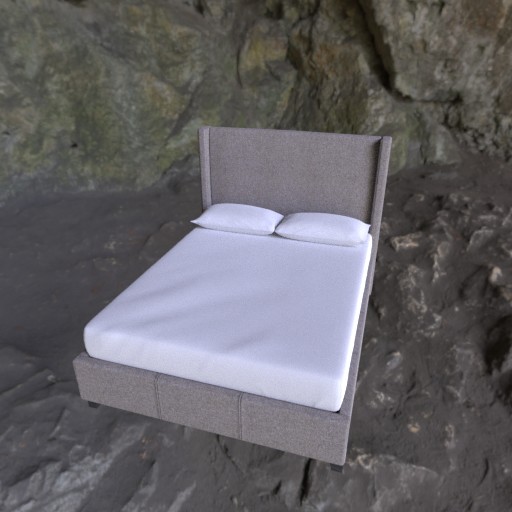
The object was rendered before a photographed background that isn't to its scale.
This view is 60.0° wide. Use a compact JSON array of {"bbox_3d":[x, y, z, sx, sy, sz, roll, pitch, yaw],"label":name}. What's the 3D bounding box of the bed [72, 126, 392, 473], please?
[{"bbox_3d":[0.000,0.000,3.339,1.714,1.476,2.245,8,27,16],"label":"bed"}]
